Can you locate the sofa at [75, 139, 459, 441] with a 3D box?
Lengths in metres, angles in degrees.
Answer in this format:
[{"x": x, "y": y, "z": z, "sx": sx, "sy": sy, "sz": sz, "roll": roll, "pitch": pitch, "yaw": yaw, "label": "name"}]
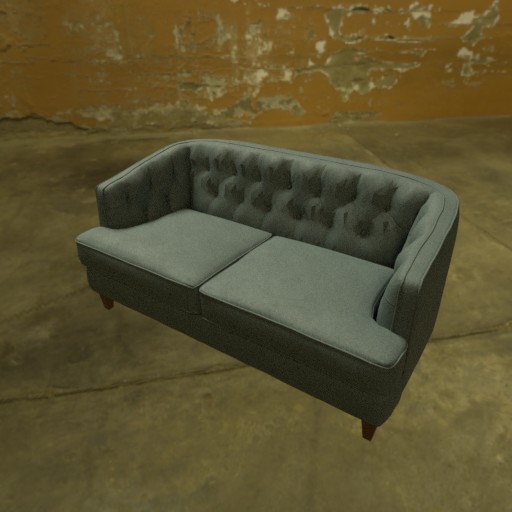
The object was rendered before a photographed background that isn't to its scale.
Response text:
[{"x": 0.000, "y": 0.000, "z": 2.231, "sx": 1.733, "sy": 0.855, "sz": 0.941, "roll": 18, "pitch": 34, "yaw": 30, "label": "sofa"}]
